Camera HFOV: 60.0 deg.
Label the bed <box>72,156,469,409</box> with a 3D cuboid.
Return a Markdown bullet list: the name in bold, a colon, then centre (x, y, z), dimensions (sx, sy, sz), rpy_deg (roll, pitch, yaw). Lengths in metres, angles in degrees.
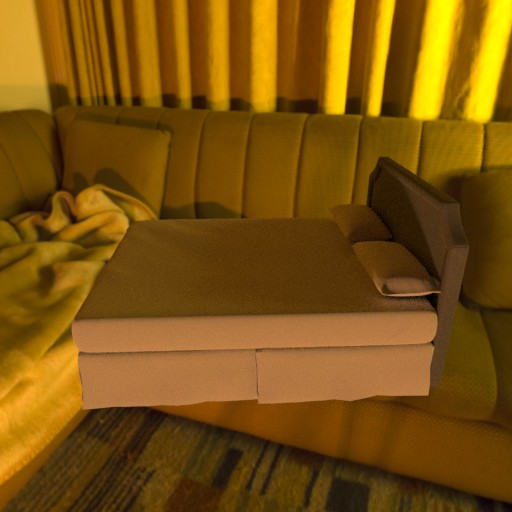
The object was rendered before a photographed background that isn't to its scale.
- **bed**: centre (0.000, 0.000, 3.587), dimensions (2.464, 1.306, 1.977), rpy_deg (-1, 24, -2)
